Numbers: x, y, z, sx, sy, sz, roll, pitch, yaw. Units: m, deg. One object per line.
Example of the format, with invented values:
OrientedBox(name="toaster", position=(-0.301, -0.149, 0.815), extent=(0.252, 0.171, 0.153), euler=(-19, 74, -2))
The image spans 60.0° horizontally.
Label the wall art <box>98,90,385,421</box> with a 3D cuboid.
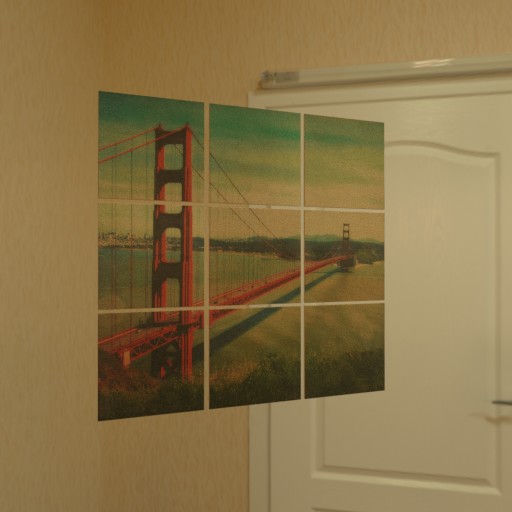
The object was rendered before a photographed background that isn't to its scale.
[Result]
OrientedBox(name="wall art", position=(0.000, 0.000, 2.262), extent=(1.519, 1.507, 0.014), euler=(0, 0, -18))
